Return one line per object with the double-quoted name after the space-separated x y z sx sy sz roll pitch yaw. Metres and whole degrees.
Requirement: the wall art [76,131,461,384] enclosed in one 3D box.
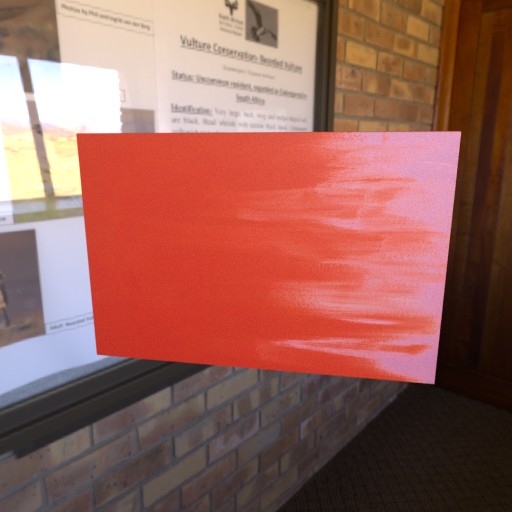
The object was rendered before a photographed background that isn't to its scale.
0.000 0.000 0.755 0.607 0.405 0.033 2 14 10 "wall art"
